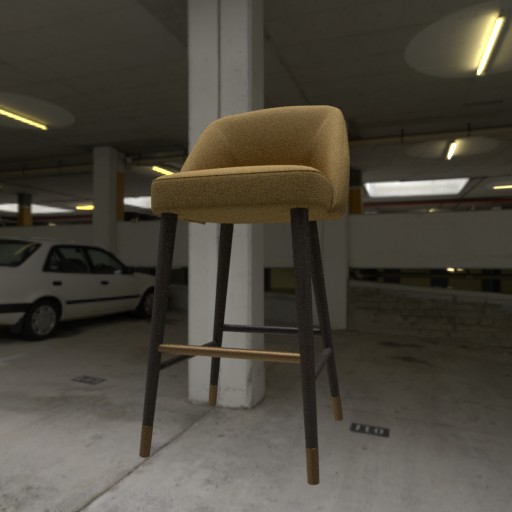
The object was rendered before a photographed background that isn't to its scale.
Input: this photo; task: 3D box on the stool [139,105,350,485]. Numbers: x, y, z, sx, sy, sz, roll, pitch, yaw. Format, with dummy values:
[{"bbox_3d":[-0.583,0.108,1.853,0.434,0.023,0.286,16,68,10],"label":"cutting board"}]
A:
[{"bbox_3d":[0.000,0.000,1.309,0.536,1.032,0.522,0,-1,18],"label":"stool"}]
